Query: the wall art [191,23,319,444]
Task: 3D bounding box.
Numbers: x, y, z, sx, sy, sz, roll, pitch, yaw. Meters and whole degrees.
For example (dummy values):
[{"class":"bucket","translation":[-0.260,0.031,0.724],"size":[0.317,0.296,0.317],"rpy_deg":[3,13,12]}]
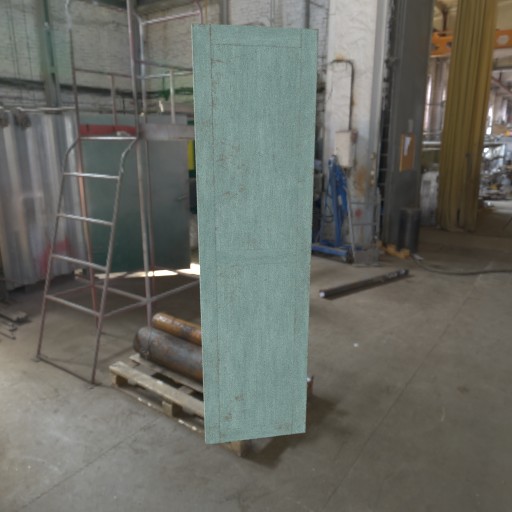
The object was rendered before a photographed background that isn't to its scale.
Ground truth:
[{"class":"wall art","translation":[0.000,0.000,1.297],"size":[0.329,1.219,0.025],"rpy_deg":[-3,15,-10]}]
